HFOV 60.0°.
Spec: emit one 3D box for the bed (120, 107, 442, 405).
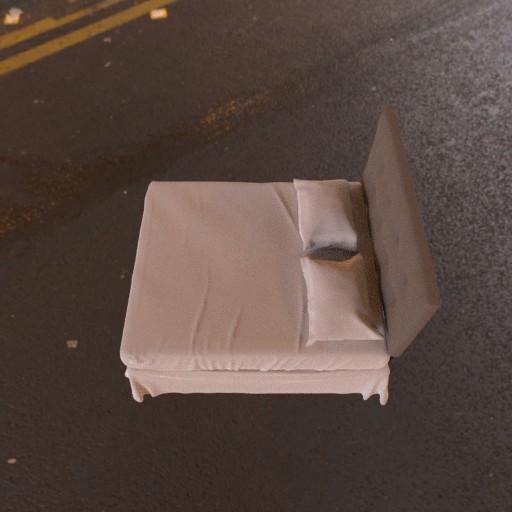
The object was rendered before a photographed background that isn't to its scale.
[{"bbox_3d":[0.000,0.000,3.510,2.222,1.577,1.936,0,58,0],"label":"bed"}]
